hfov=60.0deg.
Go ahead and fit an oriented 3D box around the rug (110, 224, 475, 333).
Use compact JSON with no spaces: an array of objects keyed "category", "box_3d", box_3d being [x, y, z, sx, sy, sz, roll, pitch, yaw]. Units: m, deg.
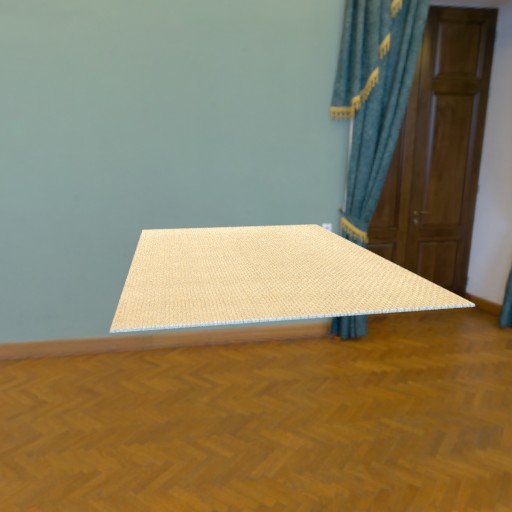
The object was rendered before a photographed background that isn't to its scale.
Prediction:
[{"category":"rug","box_3d":[0.000,0.000,2.795,1.509,0.013,2.144,-3,14,-11]}]
